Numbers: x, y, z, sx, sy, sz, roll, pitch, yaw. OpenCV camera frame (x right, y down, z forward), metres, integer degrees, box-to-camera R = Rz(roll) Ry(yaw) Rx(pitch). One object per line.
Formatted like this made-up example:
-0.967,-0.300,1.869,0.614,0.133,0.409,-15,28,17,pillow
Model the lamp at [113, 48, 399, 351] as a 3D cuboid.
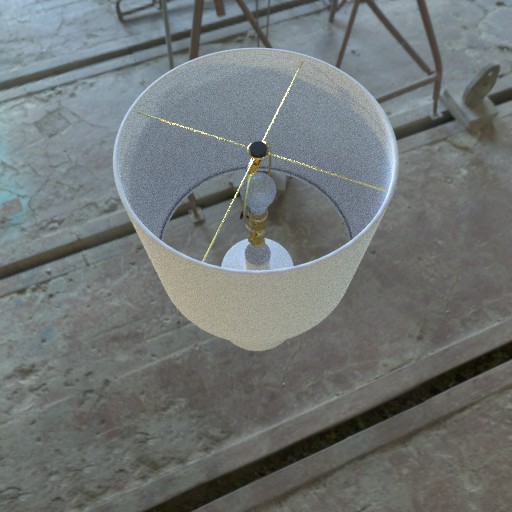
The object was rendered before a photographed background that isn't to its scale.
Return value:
0.000,0.000,0.708,0.301,0.533,0.301,20,66,9,lamp
